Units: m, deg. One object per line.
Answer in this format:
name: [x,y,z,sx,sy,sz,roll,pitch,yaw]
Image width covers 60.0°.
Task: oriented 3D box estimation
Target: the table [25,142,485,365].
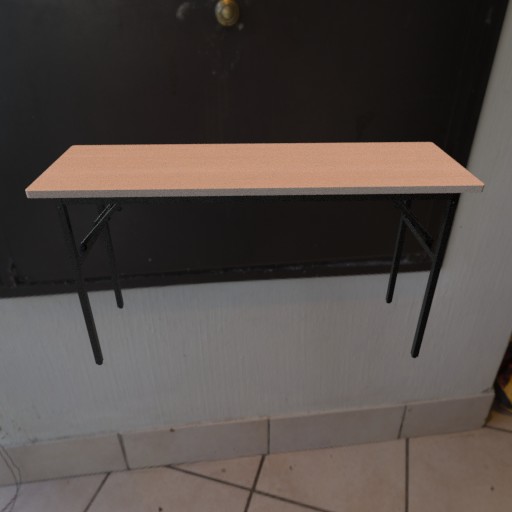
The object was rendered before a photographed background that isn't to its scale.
table: [0.000,0.000,1.724,1.397,0.750,0.447,-1,31,-2]
